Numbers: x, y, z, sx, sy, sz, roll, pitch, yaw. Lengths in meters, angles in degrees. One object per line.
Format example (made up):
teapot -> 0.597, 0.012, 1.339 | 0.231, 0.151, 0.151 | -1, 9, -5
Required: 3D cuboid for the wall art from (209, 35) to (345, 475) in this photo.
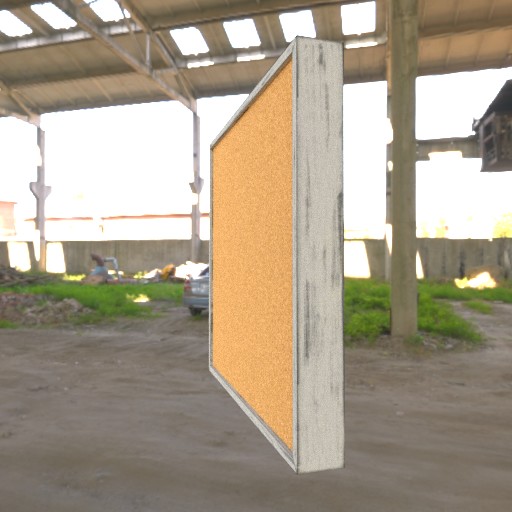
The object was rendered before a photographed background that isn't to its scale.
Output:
wall art -> 0.000, 0.000, 0.455 | 0.036, 0.303, 0.303 | 0, -1, -17
